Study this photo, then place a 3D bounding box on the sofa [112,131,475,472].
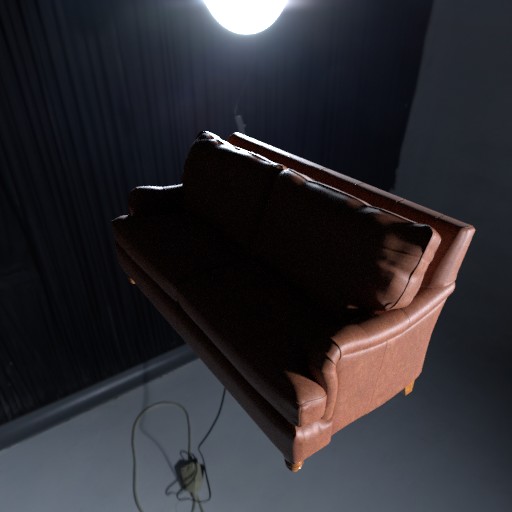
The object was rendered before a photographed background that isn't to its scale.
[{"bbox_3d":[0.000,0.000,2.758,1.147,1.071,2.144,-20,36,-30],"label":"sofa"}]
